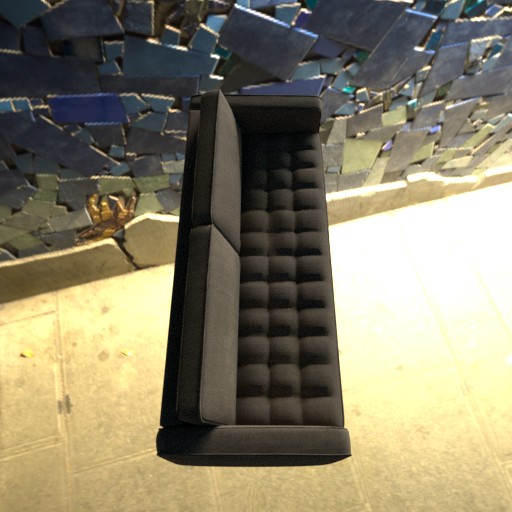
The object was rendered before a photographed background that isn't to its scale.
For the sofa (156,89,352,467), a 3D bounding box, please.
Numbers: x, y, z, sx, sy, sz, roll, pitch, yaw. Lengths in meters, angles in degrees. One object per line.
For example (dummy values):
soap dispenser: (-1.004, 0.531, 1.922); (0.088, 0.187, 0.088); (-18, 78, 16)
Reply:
sofa: (0.000, 0.000, 2.676); (0.923, 0.813, 2.295); (0, 63, 0)
